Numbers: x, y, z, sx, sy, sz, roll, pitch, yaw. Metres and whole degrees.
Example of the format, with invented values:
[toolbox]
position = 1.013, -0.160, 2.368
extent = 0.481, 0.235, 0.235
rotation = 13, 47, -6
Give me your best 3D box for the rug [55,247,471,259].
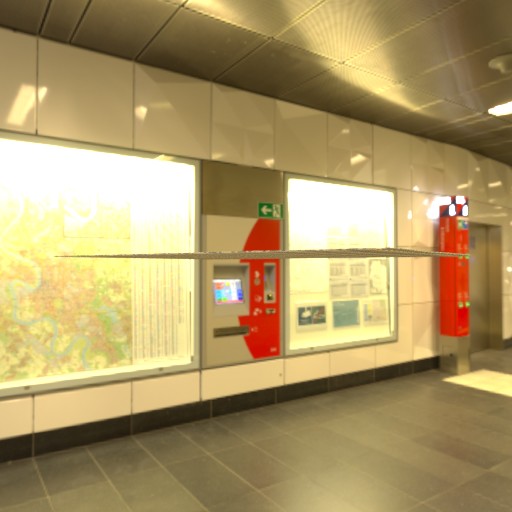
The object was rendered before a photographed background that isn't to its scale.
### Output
[rug]
position = 0.000, 0.000, 3.013
extent = 2.410, 0.011, 1.539
rotation = -1, -2, 36
